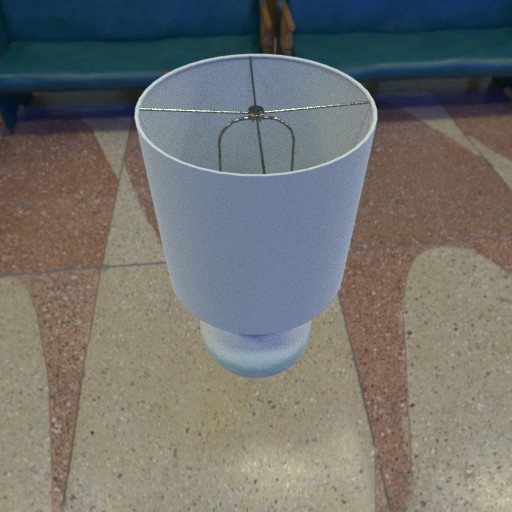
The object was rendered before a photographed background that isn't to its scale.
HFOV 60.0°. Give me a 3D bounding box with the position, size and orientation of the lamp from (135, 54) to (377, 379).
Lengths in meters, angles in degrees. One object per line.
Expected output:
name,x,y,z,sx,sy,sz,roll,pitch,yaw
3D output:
lamp,0.000,0.000,0.549,0.217,0.404,0.217,-3,47,-2
